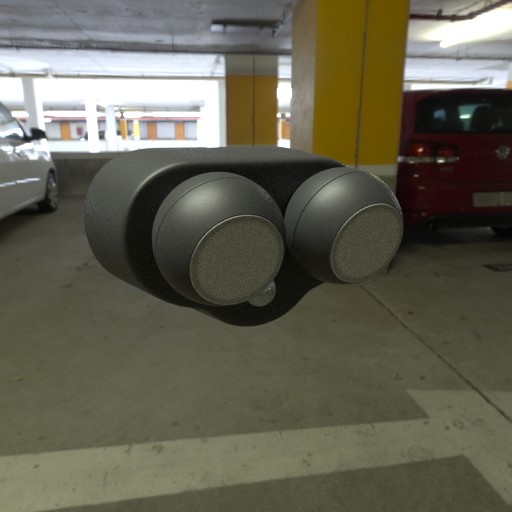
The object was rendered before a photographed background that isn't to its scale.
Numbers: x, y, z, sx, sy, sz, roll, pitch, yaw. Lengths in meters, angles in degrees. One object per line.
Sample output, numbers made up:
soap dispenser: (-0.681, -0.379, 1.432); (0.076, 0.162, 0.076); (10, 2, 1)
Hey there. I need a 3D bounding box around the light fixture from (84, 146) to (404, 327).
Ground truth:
light fixture: (0.000, 0.000, 0.340); (0.229, 0.159, 0.159); (-7, 17, -25)
